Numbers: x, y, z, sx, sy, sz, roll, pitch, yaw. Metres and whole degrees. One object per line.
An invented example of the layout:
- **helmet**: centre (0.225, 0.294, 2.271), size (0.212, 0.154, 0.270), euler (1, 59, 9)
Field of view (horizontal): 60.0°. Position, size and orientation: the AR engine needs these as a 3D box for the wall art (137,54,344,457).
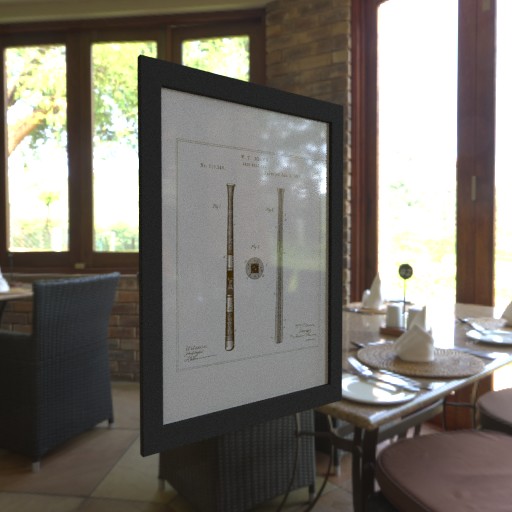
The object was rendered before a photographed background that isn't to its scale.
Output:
- **wall art**: centre (0.000, 0.000, 0.692), size (0.374, 0.529, 0.012), euler (-1, 2, -35)
